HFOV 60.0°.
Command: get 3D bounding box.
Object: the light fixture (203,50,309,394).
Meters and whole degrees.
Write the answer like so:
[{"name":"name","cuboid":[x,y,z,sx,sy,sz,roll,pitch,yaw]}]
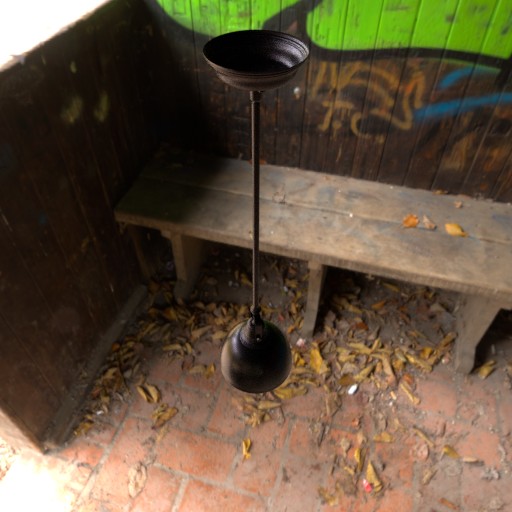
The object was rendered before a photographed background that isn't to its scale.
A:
[{"name":"light fixture","cuboid":[0.000,0.000,0.846,0.182,0.768,0.182,-9,47,-9]}]
